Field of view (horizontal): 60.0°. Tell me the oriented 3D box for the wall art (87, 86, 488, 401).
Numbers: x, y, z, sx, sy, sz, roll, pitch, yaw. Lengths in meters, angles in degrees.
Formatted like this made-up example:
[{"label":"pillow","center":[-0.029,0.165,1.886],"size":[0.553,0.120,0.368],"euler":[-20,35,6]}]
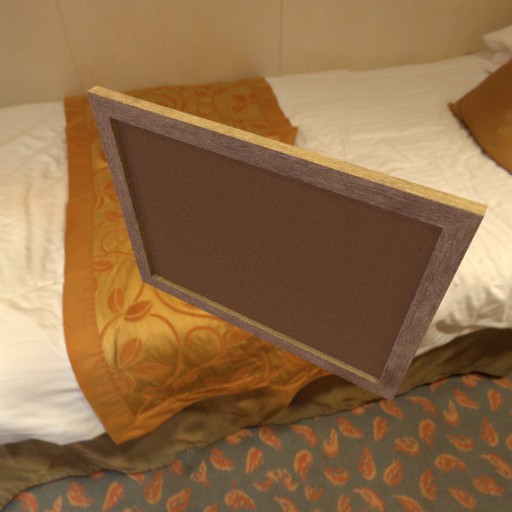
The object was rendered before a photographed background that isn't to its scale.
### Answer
[{"label":"wall art","center":[0.000,0.000,0.889],"size":[0.690,0.535,0.026],"euler":[22,51,20]}]
